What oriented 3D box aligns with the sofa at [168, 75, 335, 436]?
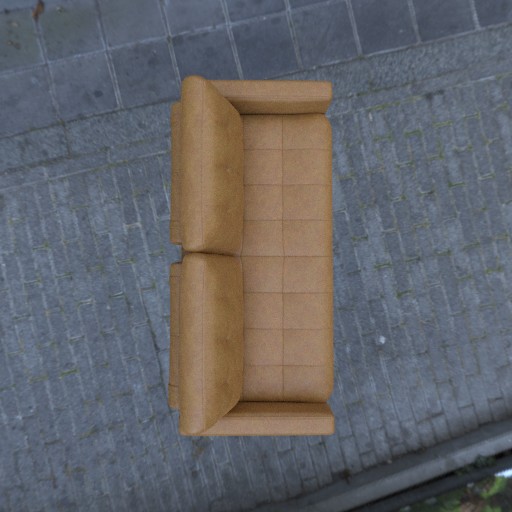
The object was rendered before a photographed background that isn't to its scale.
[{"bbox_3d":[0.000,0.000,2.358,0.850,0.898,1.821,0,88,-1],"label":"sofa"}]
